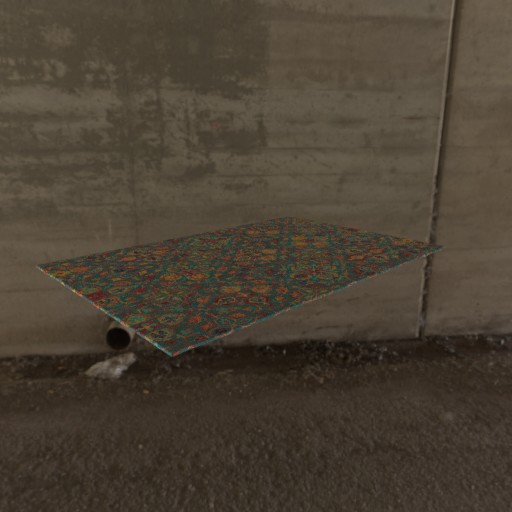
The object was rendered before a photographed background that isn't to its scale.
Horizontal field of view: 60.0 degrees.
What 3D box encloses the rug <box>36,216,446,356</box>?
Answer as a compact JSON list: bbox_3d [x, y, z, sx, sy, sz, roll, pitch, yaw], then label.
[{"bbox_3d":[0.000,0.000,2.939,2.290,0.016,1.527,-15,22,-41],"label":"rug"}]
